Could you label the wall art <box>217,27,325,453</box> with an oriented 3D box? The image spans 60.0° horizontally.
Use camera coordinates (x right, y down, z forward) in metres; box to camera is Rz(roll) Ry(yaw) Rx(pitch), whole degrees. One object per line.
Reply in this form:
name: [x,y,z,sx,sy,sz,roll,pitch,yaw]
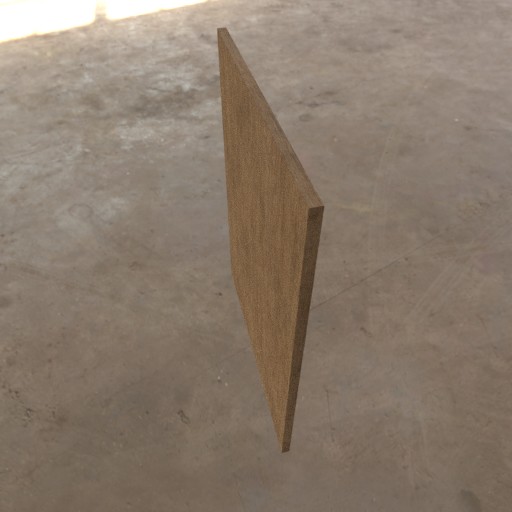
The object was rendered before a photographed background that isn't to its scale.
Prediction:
wall art: [0.000,0.000,0.892,0.018,0.686,0.534,-10,47,-10]
